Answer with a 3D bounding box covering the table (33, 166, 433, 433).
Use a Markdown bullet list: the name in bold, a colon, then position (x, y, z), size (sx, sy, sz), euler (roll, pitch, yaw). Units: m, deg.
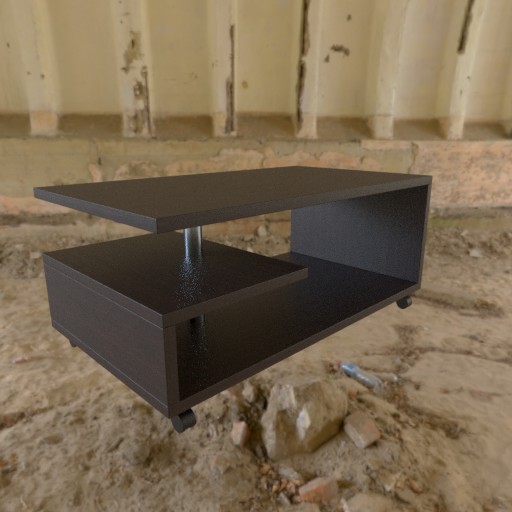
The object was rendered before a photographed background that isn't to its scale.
- **table**: position (0.000, 0.000, 1.368), size (1.050, 0.460, 0.590), euler (-15, 22, -42)
